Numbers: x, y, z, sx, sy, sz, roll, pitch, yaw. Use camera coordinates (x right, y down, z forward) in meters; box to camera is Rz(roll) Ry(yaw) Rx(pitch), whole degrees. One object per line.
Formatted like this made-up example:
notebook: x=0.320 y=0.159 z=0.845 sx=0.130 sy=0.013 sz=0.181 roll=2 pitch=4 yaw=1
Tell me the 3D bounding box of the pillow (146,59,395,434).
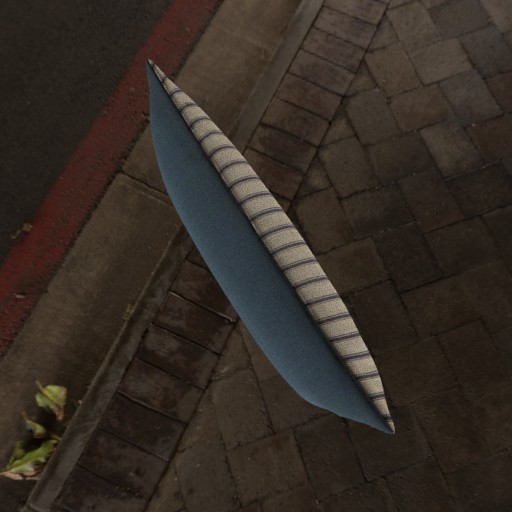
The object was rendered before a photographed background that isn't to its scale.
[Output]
pillow: x=0.000 y=0.000 z=0.729 sx=0.151 sy=0.305 sz=0.609 roll=-31 pitch=77 yaw=-8
